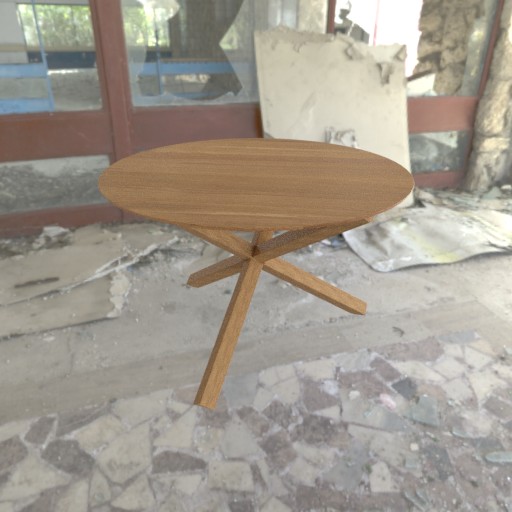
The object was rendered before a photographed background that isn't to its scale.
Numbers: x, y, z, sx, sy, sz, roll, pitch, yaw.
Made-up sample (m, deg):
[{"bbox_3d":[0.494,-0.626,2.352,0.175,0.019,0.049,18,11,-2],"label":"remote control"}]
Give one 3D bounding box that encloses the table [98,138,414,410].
[{"bbox_3d":[0.000,0.000,1.673,1.038,0.666,1.038,0,26,0],"label":"table"}]
